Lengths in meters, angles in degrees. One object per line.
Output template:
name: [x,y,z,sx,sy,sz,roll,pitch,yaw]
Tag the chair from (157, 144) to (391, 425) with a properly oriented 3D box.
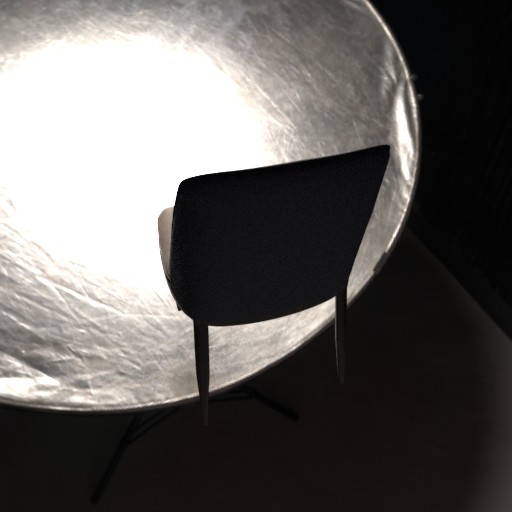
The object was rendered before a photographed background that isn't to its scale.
chair: [0.000,0.000,1.172,0.480,0.839,0.551,-12,43,-14]
